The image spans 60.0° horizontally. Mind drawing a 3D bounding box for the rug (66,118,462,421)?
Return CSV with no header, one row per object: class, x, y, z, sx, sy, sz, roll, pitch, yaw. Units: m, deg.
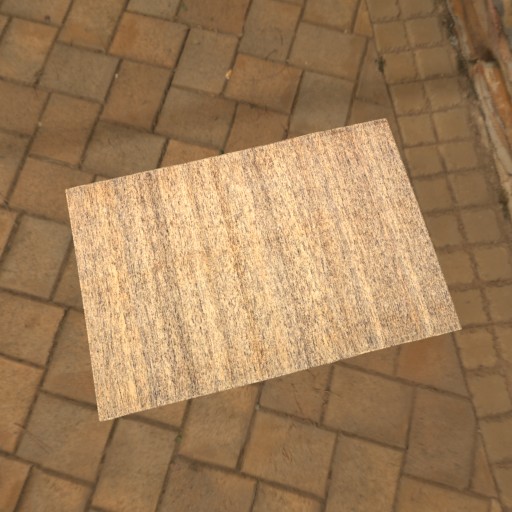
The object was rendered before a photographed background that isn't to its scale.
rug,0.000,0.000,2.333,1.846,0.014,1.243,-13,76,-3
